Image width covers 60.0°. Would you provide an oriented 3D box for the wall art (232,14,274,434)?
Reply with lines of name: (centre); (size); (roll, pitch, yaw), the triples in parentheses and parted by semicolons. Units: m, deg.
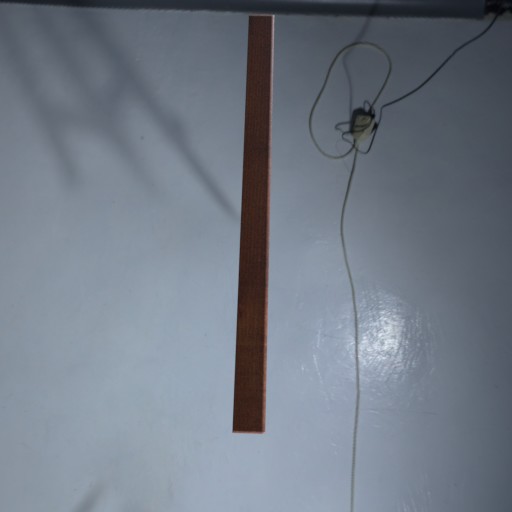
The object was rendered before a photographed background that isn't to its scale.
wall art: (0.000, 0.000, 0.831); (0.037, 0.572, 0.554); (2, 75, 0)
